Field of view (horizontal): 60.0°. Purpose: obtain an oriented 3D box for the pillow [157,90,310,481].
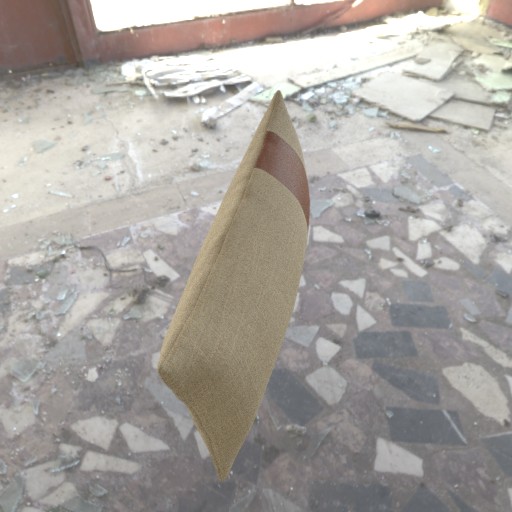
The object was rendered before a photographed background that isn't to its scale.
[{"bbox_3d":[0.000,0.000,0.726,0.155,0.282,0.612,9,46,9],"label":"pillow"}]
